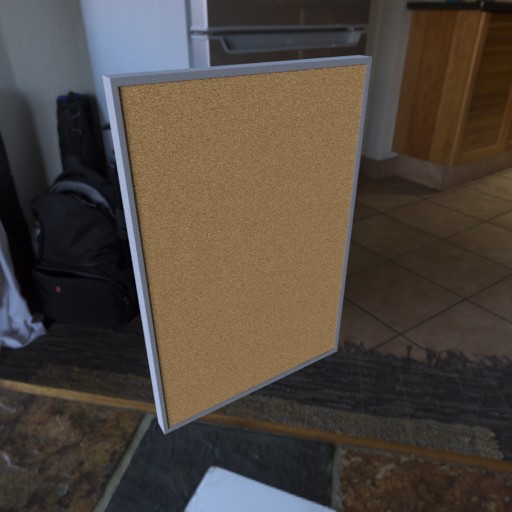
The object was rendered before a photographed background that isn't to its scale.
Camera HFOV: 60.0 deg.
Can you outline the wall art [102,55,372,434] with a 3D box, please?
[{"bbox_3d":[0.000,0.000,0.943,0.511,0.753,0.039,-18,34,-28],"label":"wall art"}]
